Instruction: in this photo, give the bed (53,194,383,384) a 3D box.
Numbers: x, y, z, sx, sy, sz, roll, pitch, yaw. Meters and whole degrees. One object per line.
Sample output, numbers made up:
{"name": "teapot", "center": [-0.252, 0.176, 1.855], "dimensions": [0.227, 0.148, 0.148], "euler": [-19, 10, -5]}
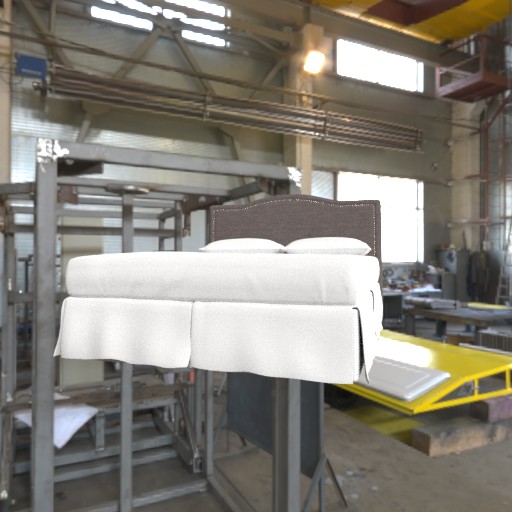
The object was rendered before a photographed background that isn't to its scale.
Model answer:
{"name": "bed", "center": [0.000, 0.000, 4.004], "dimensions": [2.161, 1.457, 2.689], "euler": [0, 0, 18]}
